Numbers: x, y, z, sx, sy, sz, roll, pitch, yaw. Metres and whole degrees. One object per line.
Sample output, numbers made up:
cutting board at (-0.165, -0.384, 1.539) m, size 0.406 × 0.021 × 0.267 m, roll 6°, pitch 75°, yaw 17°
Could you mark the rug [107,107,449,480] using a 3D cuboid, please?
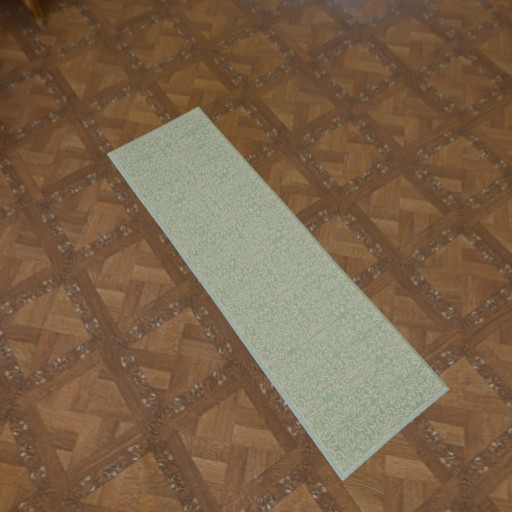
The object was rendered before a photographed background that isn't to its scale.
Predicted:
rug at (0.000, 0.000, 2.394) m, size 0.662 × 0.011 × 2.196 m, roll -33°, pitch 68°, yaw -15°
